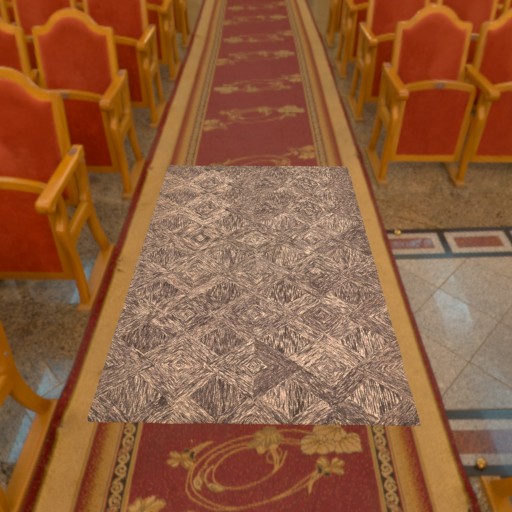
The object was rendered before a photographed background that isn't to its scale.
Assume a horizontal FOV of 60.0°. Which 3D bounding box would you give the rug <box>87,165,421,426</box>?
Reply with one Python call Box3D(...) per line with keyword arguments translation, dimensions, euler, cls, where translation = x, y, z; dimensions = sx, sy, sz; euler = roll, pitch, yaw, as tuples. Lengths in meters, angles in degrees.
Box3D(translation=(0.000, 0.000, 2.244), dimensions=(1.189, 0.011, 1.808), euler=(0, 41, 1), cls="rug")
